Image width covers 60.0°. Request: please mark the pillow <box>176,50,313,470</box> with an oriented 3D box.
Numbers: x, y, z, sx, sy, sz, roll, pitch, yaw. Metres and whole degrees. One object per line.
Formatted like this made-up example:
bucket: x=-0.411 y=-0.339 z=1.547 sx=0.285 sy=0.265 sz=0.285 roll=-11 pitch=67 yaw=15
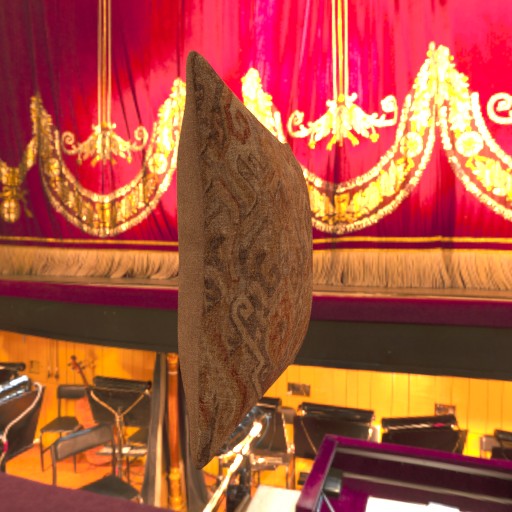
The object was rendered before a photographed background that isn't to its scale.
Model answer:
pillow: x=0.000 y=0.000 z=0.774 sx=0.166 sy=0.506 sz=0.523 roll=0 pitch=1 yaw=17
